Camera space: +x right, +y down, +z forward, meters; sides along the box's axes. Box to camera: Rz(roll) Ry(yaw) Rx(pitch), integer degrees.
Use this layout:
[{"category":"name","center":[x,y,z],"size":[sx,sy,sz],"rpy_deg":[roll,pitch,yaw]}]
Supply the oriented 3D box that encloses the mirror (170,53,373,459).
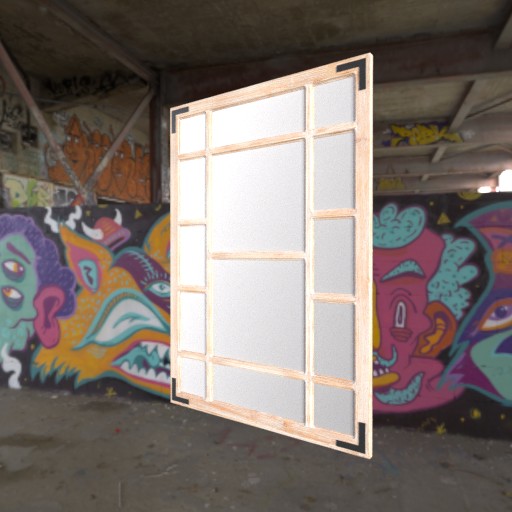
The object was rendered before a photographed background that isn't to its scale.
[{"category":"mirror","center":[0.000,0.000,1.300],"size":[0.705,0.996,0.025],"rpy_deg":[0,0,36]}]
